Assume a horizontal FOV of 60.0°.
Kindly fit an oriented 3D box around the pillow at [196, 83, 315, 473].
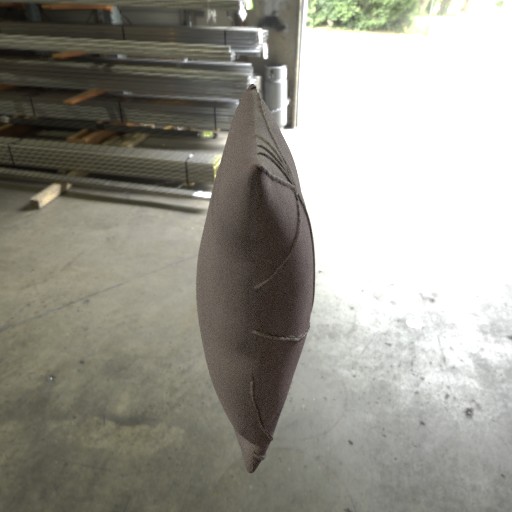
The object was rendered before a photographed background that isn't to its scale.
[{"bbox_3d":[0.000,0.000,0.683,0.185,0.440,0.439,0,32,-1],"label":"pillow"}]
